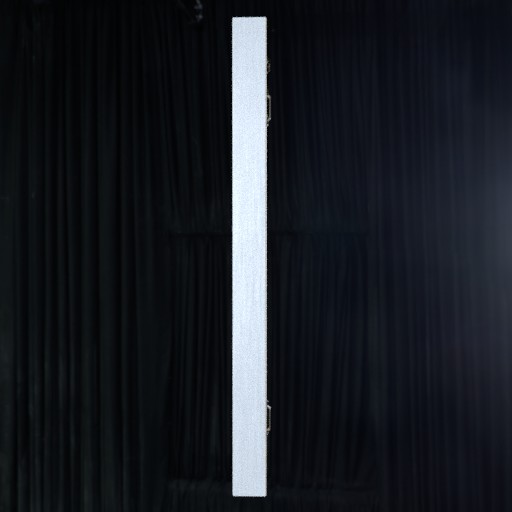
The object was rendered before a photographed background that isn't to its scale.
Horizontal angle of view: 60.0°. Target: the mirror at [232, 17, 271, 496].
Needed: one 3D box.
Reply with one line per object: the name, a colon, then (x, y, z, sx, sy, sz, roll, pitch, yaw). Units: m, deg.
mirror: (0.000, 0.000, 0.673, 0.041, 0.509, 0.406, 0, 1, 1)
